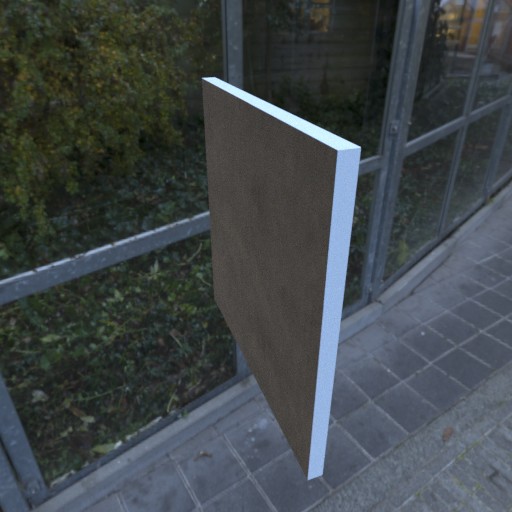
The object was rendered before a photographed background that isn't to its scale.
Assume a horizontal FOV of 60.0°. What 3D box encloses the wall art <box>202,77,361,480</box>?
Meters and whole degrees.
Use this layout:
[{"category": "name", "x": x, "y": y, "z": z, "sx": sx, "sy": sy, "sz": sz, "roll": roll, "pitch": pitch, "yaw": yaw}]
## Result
[{"category": "wall art", "x": 0.000, "y": 0.000, "z": 0.677, "sx": 0.023, "sy": 0.453, "sz": 0.455, "roll": -11, "pitch": 31, "yaw": -18}]
